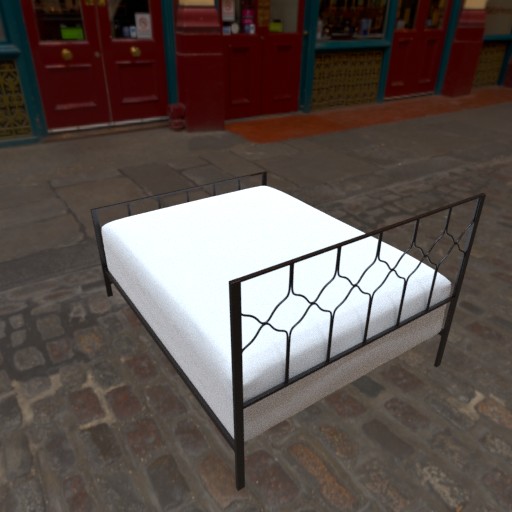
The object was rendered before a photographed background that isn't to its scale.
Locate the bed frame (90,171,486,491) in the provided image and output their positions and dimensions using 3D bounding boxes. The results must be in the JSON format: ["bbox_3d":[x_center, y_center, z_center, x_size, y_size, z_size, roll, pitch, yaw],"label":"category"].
[{"bbox_3d":[0.000,0.000,3.037,1.597,1.222,2.063,-18,34,-29],"label":"bed frame"}]
